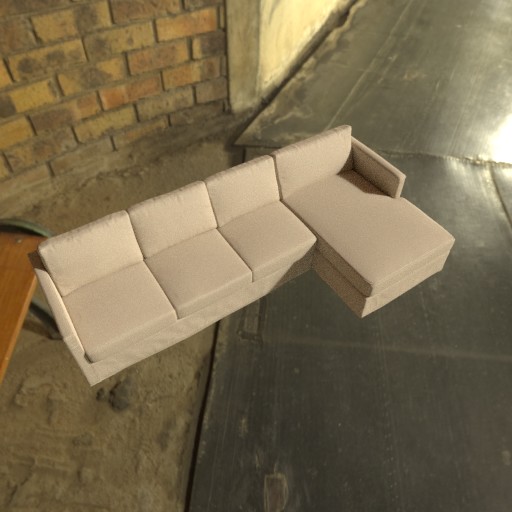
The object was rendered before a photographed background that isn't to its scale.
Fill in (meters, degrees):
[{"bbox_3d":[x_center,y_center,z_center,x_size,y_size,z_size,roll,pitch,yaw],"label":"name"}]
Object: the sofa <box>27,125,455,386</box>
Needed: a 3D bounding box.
[{"bbox_3d":[0.000,0.000,3.739,3.206,0.871,1.622,-26,54,-21],"label":"sofa"}]
